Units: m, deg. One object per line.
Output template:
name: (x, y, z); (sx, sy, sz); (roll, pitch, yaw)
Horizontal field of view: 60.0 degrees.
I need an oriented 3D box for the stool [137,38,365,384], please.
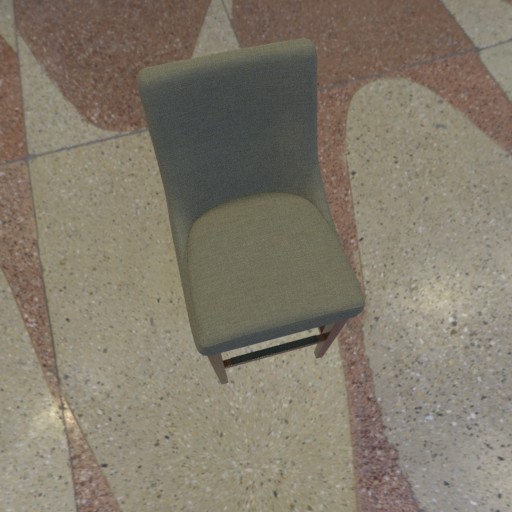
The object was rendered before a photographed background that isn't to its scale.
stool: (0.000, 0.000, 1.375); (0.470, 1.078, 0.577); (-14, 65, -6)
